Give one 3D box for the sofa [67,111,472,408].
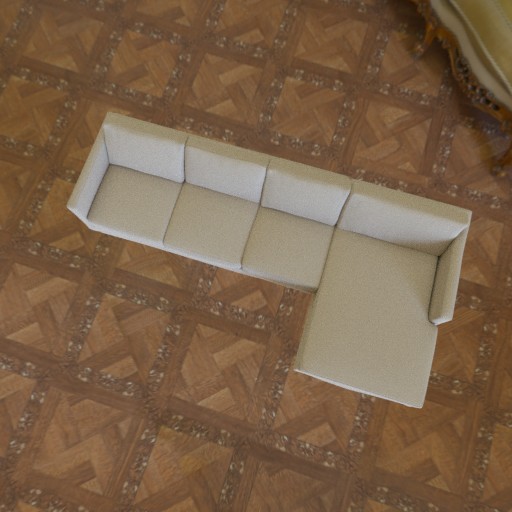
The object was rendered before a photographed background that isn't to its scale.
[{"bbox_3d":[0.000,0.000,3.732,3.186,0.861,1.625,16,75,4],"label":"sofa"}]
